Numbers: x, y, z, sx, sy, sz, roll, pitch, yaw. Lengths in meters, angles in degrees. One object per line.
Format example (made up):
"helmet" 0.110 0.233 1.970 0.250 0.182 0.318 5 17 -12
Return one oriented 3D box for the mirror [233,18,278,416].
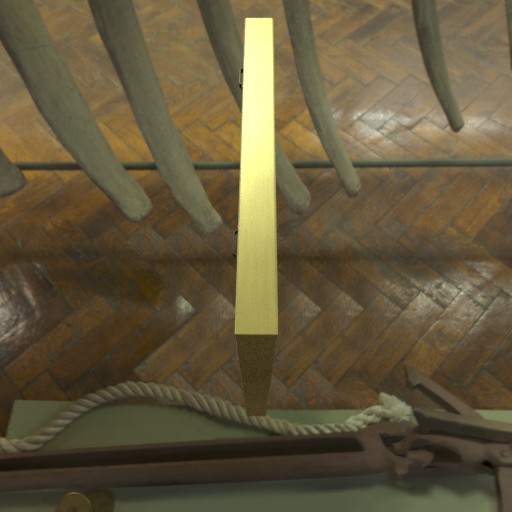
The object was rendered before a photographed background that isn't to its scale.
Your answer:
"mirror" 0.000 0.000 0.684 0.041 0.508 0.405 0 63 0
